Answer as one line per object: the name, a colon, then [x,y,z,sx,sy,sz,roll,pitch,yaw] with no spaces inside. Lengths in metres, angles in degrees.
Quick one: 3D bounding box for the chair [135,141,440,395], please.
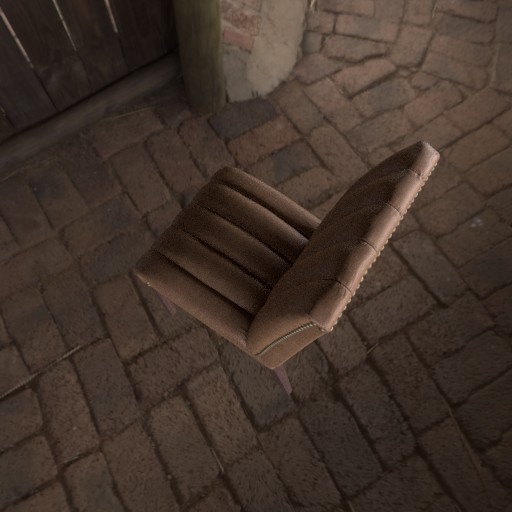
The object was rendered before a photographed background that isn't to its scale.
chair: [0.000,0.000,1.385,0.647,1.016,0.511,32,69,14]
